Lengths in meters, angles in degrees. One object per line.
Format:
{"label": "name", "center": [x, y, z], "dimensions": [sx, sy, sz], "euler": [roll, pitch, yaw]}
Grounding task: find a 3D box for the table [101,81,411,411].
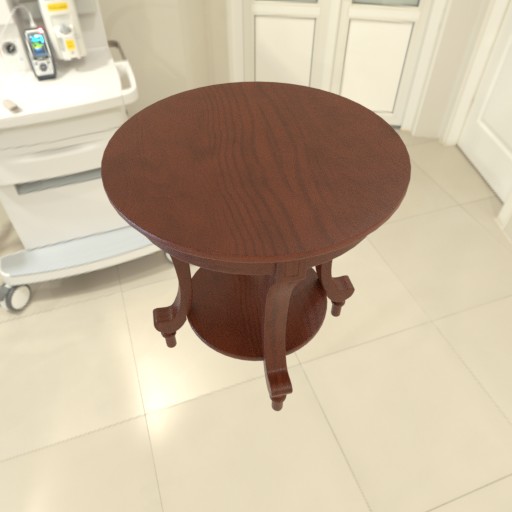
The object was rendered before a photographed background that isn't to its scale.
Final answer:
{"label": "table", "center": [0.000, 0.000, 1.094], "dimensions": [0.597, 0.612, 0.597], "euler": [0, 46, 0]}
